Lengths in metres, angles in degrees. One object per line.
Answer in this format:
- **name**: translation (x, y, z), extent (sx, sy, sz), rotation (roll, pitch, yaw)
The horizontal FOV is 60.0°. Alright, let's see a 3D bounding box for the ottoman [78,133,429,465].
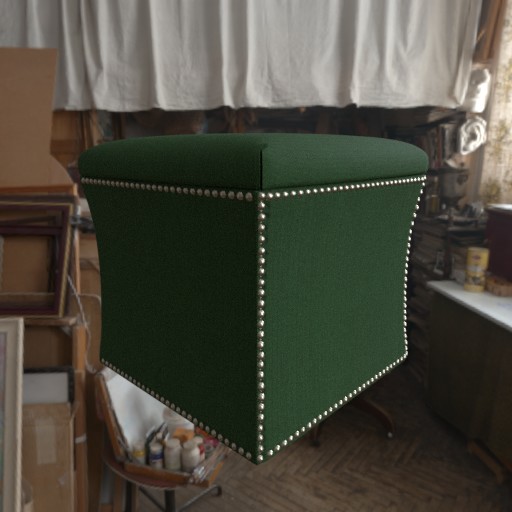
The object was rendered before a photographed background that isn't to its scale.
- **ottoman**: translation (0.000, 0.000, 0.896), extent (0.497, 0.475, 0.507), rotation (13, 18, 42)
